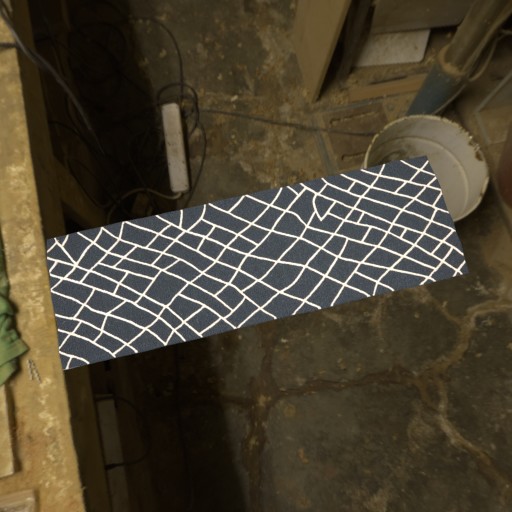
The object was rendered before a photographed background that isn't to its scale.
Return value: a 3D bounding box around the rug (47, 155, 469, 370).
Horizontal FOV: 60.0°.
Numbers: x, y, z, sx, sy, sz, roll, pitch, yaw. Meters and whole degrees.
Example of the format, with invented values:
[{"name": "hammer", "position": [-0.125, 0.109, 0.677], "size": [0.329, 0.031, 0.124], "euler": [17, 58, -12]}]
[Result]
[{"name": "rug", "position": [0.000, 0.000, 2.688], "size": [2.476, 0.010, 0.807], "euler": [-13, 76, -3]}]
